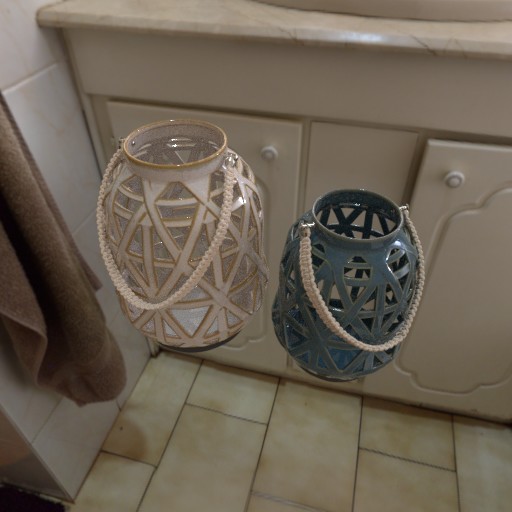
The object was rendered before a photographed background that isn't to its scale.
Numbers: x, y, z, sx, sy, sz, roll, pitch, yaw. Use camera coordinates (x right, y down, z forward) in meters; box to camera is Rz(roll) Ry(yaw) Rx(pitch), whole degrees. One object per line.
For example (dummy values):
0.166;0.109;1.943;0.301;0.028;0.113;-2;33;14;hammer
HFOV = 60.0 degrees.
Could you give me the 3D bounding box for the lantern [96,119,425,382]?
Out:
0.000;0.000;0.610;0.439;0.307;0.245;11;42;13;lantern
